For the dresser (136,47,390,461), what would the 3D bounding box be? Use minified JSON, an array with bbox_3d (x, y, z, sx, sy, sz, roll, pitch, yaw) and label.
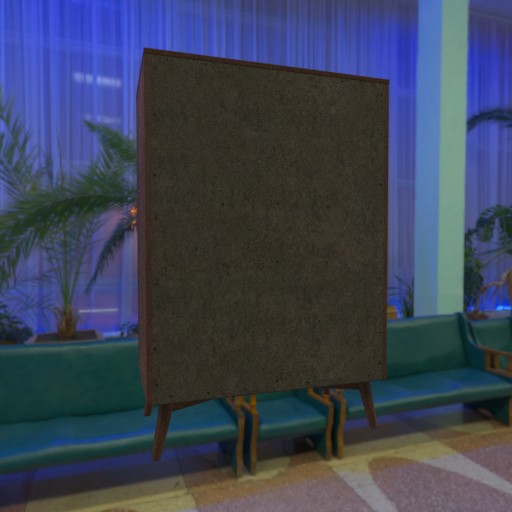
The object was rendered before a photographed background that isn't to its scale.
[{"bbox_3d":[0.000,0.000,1.822,0.919,1.365,0.498,-1,2,-18],"label":"dresser"}]
